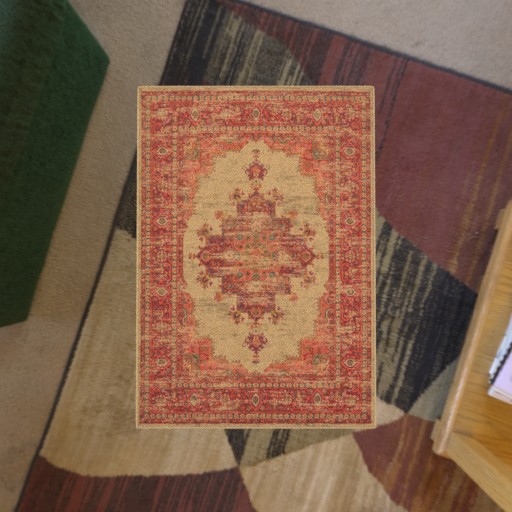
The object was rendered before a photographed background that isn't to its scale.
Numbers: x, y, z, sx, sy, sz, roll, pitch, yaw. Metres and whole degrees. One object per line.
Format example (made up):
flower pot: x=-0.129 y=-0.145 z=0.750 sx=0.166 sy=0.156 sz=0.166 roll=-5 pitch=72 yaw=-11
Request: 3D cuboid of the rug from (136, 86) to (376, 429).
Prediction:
rug: x=0.000 y=0.000 z=2.887 sx=1.555 sy=0.011 sz=2.232 roll=0 pitch=89 yaw=0
